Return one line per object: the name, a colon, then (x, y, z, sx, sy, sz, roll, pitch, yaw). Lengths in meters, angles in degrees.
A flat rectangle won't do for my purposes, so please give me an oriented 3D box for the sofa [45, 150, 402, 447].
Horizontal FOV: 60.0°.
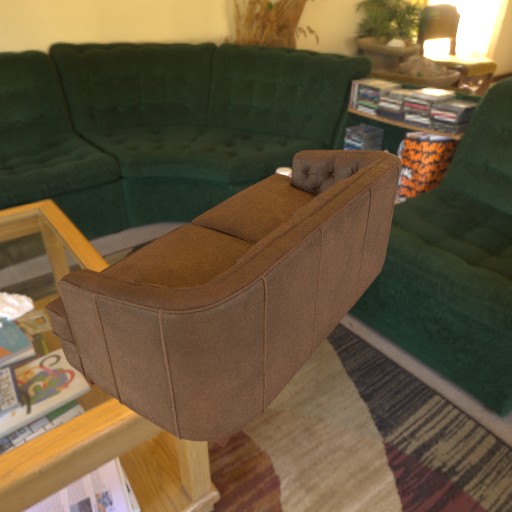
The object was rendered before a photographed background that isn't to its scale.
sofa: (0.000, 0.000, 2.193, 0.917, 0.799, 1.767, 20, 37, 29)
